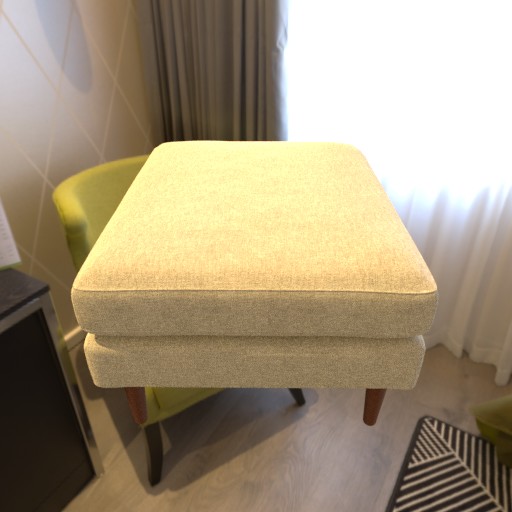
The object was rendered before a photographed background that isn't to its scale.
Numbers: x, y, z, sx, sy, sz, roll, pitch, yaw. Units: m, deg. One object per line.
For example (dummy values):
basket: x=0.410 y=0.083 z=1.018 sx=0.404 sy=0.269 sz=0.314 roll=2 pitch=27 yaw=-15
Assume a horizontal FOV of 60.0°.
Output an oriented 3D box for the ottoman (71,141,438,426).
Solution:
ottoman: x=0.000 y=0.000 z=1.235 sx=0.693 sy=0.474 sz=0.821 roll=0 pitch=32 yaw=0
